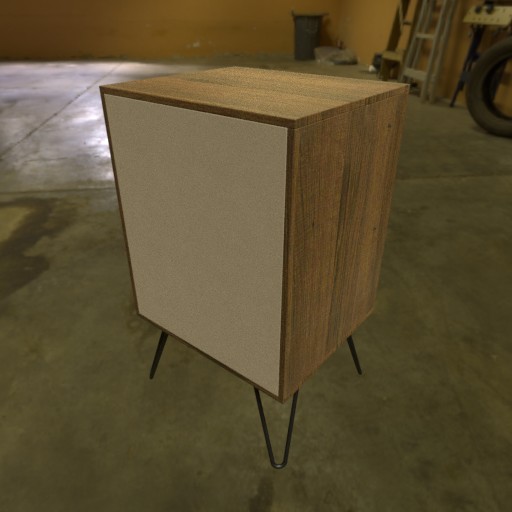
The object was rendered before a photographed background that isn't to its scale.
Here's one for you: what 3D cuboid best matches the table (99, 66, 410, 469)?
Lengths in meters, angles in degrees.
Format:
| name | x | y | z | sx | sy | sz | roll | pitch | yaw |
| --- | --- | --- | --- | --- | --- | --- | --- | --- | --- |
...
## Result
| name | x | y | z | sx | sy | sz | roll | pitch | yaw |
| --- | --- | --- | --- | --- | --- | --- | --- | --- | --- |
| table | 0.000 | 0.000 | 1.190 | 0.526 | 0.866 | 0.457 | 22 | 36 | 33 |
